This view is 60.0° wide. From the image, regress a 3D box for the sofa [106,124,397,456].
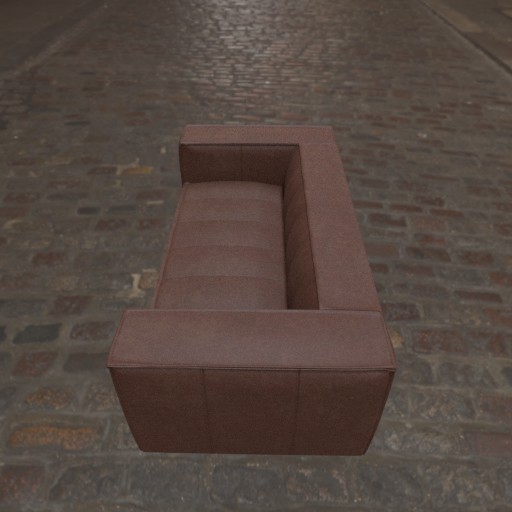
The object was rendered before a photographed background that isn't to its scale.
[{"bbox_3d":[0.000,0.000,2.550,1.102,0.703,2.088,1,40,1],"label":"sofa"}]
